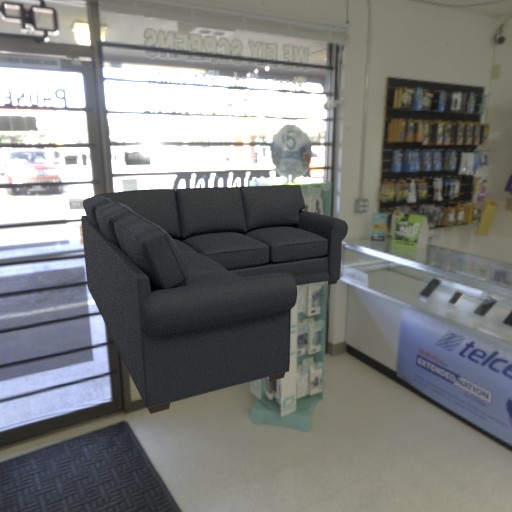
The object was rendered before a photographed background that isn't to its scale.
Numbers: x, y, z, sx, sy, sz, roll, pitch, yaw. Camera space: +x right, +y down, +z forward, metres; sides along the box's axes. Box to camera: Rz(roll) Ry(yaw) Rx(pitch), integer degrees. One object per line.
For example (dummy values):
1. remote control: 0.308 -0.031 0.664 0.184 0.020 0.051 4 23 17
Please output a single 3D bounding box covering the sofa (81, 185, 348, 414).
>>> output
1. sofa: 0.000 0.000 3.887 2.562 1.042 2.487 -7 16 -27
